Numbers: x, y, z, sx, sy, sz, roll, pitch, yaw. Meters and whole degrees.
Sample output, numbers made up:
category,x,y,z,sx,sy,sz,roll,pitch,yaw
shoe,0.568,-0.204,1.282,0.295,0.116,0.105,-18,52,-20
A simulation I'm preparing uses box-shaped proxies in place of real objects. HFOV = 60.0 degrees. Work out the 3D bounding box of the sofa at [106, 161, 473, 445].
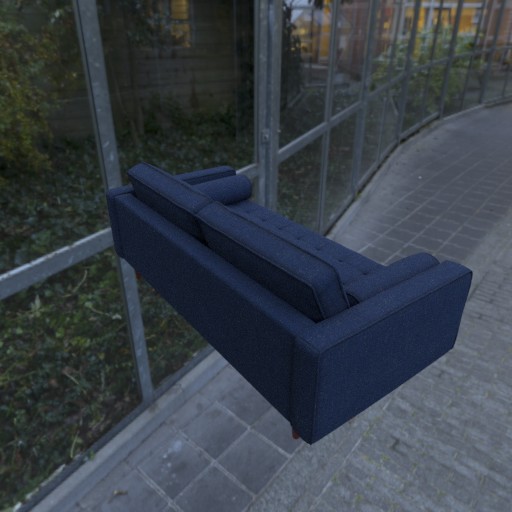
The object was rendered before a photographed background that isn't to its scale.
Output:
category,x,y,z,sx,sy,sz,roll,pitch,yaw
sofa,0.000,0.000,2.352,0.914,0.762,1.880,-19,33,-32
